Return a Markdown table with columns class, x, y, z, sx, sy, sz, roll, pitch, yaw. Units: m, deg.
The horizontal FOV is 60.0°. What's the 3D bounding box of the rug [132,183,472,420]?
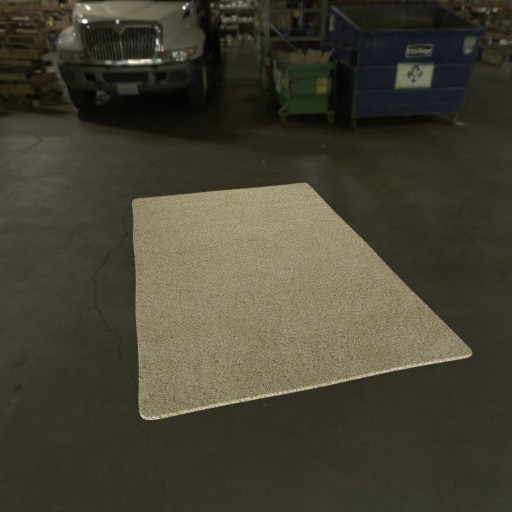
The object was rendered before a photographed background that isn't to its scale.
| class | x | y | z | sx | sy | sz | roll | pitch | yaw |
| --- | --- | --- | --- | --- | --- | --- | --- | --- | --- |
| rug | 0.000 | 0.000 | 3.377 | 1.801 | 0.024 | 2.700 | -7 | 31 | -12 |
